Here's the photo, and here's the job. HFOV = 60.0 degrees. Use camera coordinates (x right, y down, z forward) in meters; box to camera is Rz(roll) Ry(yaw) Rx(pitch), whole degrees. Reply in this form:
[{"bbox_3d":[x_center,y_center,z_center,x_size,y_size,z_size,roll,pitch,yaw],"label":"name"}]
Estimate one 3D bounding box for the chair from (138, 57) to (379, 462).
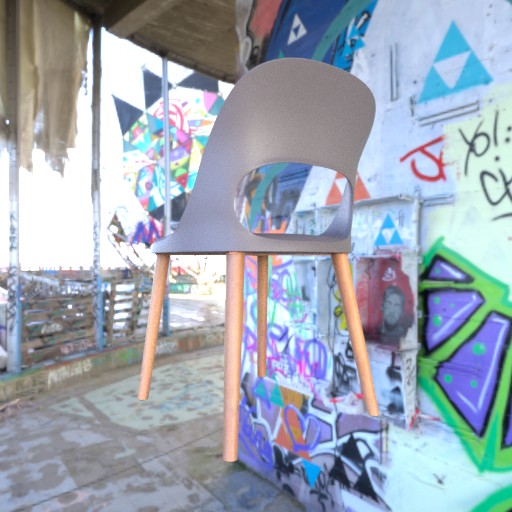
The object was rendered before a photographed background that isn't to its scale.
[{"bbox_3d":[0.000,0.000,1.151,0.470,0.795,0.556,0,-1,-36],"label":"chair"}]
